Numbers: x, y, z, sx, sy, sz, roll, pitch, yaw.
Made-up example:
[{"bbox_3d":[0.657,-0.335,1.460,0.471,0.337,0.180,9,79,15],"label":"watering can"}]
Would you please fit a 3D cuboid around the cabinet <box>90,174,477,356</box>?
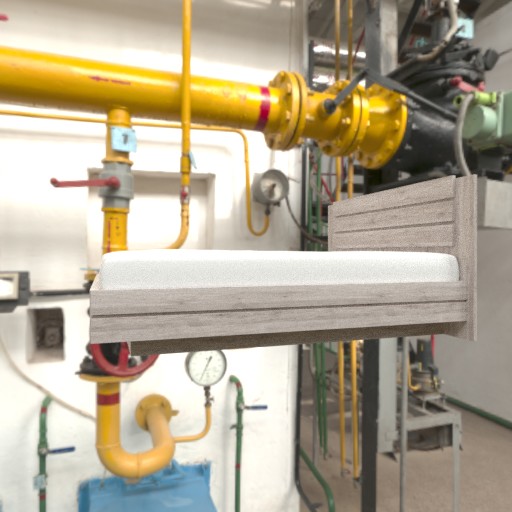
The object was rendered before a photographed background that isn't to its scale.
[{"bbox_3d":[0.000,0.000,3.033,2.080,0.970,1.750,0,0,-19],"label":"cabinet"}]
